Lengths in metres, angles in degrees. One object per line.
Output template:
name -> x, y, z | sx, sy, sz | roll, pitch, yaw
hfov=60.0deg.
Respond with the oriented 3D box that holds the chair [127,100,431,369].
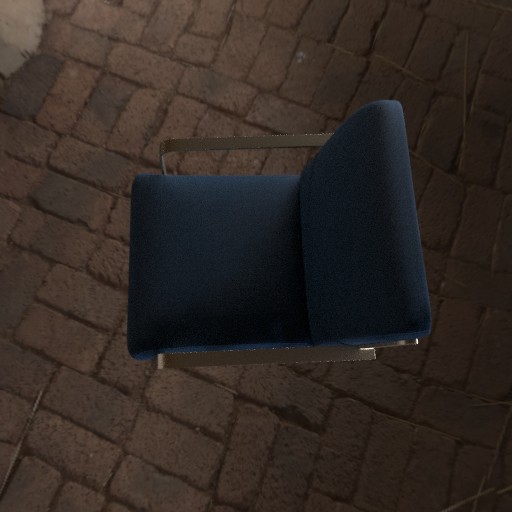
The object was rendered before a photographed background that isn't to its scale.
chair -> 0.000, 0.000, 1.452 | 0.859, 0.831, 0.692 | -2, 76, -1
